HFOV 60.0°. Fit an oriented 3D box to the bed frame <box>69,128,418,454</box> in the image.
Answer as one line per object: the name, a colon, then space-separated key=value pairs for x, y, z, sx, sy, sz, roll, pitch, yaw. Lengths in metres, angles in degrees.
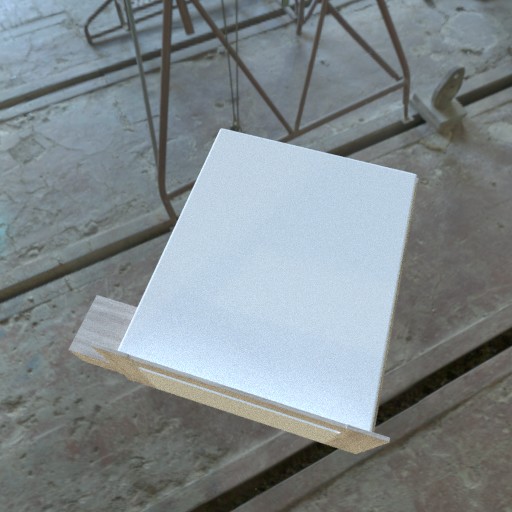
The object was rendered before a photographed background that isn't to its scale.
bed frame: x=0.000 y=0.000 z=3.199 sx=2.040 sy=0.860 sz=2.050 roll=15 pitch=63 yaw=8
